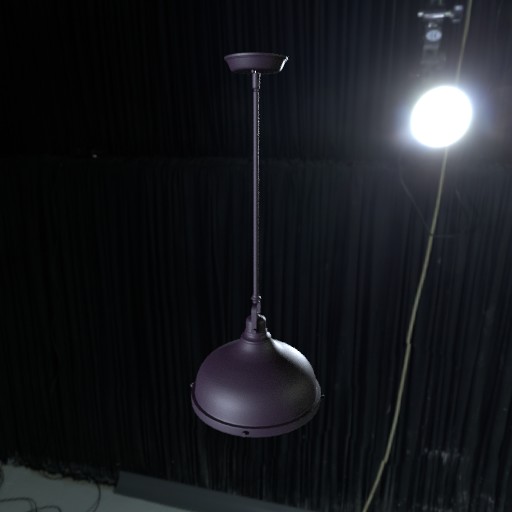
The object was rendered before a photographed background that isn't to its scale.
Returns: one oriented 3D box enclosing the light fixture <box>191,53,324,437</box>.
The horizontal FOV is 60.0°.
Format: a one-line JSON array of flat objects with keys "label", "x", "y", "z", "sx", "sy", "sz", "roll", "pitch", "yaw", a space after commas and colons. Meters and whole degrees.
[{"label": "light fixture", "x": 0.000, "y": 0.000, "z": 1.030, "sx": 0.341, "sy": 0.849, "sz": 0.341, "roll": 3, "pitch": 16, "yaw": 9}]
